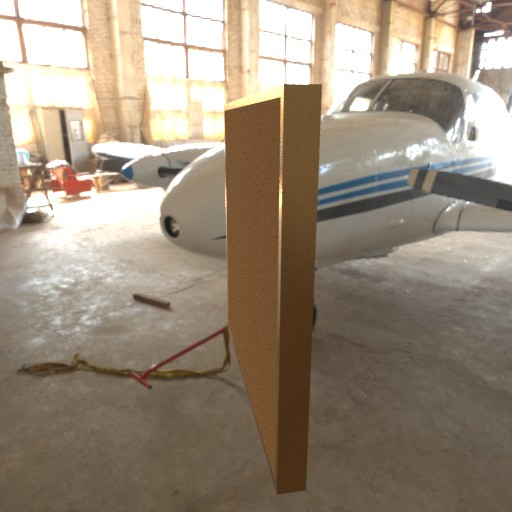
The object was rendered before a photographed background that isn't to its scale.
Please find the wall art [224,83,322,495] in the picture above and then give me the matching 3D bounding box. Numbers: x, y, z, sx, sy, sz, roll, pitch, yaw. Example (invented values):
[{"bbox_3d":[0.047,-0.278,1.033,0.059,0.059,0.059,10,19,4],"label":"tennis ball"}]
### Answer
[{"bbox_3d":[0.000,0.000,0.757,0.040,0.509,0.509,-3,17,-10],"label":"wall art"}]
